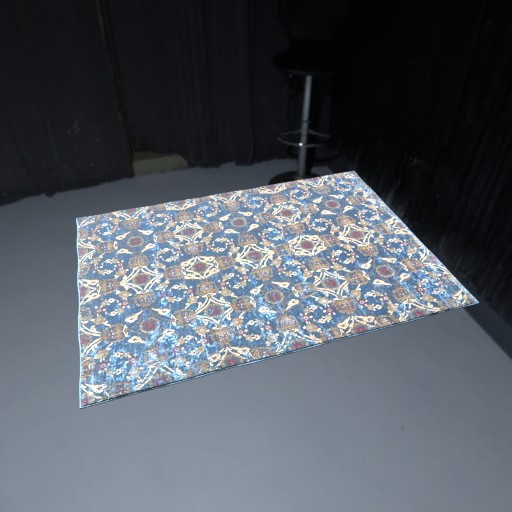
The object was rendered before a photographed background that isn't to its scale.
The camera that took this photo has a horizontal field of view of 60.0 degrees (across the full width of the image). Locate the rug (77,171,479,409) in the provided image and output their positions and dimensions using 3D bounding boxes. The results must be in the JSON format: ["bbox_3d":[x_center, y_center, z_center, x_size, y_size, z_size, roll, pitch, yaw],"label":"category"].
[{"bbox_3d":[0.000,0.000,2.868,2.207,0.014,1.567,-12,42,-13],"label":"rug"}]
